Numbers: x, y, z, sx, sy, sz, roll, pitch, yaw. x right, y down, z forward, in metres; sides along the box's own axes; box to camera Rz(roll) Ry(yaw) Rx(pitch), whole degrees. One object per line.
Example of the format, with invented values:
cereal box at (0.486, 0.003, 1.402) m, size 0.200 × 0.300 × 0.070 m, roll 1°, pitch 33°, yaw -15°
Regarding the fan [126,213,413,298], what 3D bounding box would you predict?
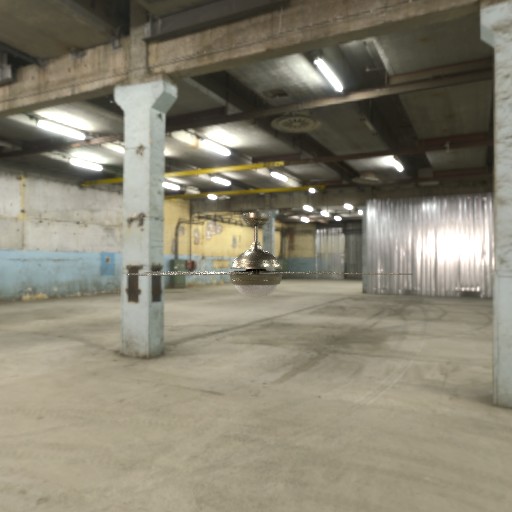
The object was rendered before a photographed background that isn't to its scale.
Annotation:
fan at (0.000, 0.000, 2.026) m, size 1.321 × 0.381 × 1.321 m, roll 1°, pitch -2°, yaw -35°
